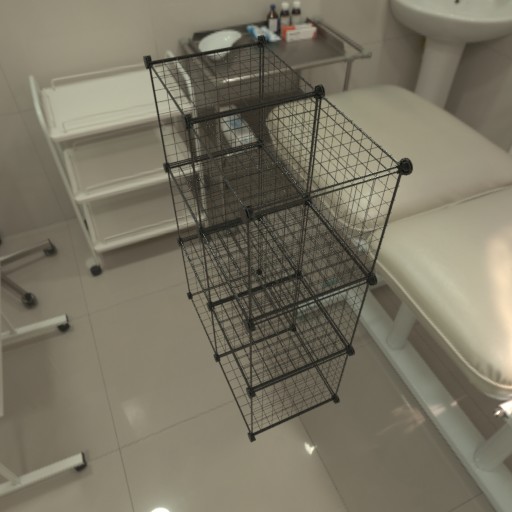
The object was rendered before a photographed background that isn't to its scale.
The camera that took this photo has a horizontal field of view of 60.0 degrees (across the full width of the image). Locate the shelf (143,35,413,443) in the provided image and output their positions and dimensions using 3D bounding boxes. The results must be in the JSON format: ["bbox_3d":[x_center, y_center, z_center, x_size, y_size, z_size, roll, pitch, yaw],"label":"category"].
[{"bbox_3d":[0.000,0.000,1.421,0.356,1.067,0.711,-18,50,-16],"label":"shelf"}]
